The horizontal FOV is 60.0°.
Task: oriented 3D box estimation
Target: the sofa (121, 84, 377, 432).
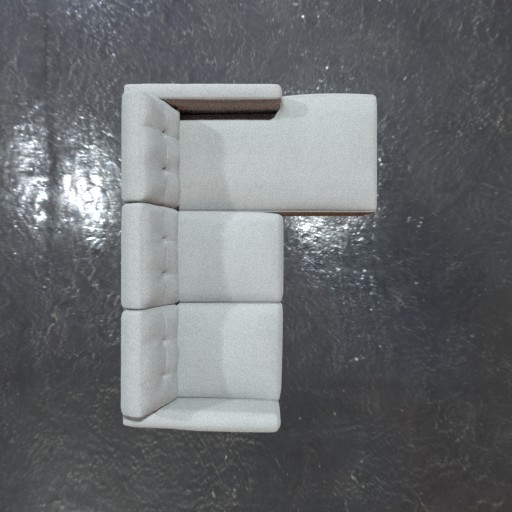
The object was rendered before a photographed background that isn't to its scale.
[{"bbox_3d":[0.000,0.000,2.777,1.530,0.860,2.040,0,90,0],"label":"sofa"}]
